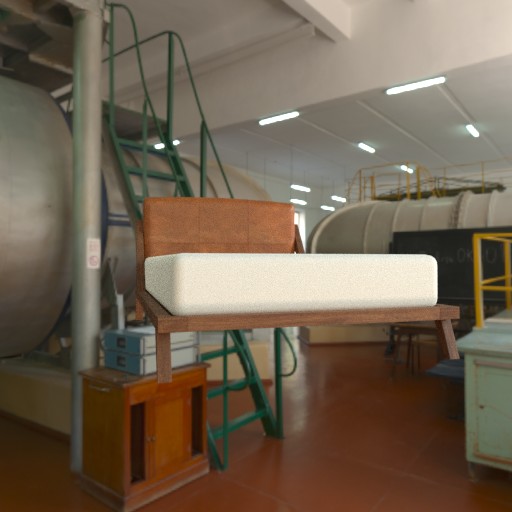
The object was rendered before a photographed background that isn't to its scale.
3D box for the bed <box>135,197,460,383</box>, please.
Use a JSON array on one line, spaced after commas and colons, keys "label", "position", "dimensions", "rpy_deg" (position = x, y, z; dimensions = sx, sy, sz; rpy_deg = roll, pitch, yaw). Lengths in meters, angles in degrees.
[{"label": "bed", "position": [0.000, 0.000, 3.331], "dimensions": [1.651, 1.168, 2.311], "rpy_deg": [0, -1, -18]}]
